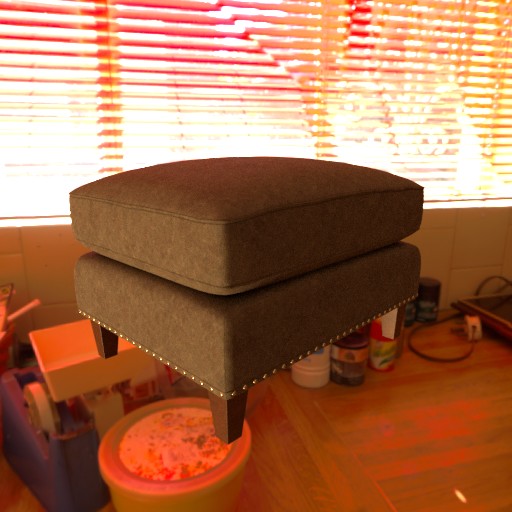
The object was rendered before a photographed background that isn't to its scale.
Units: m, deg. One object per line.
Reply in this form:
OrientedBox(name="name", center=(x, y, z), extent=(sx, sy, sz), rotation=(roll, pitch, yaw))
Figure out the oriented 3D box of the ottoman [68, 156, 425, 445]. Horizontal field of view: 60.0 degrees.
OrientedBox(name="ottoman", center=(0.000, 0.000, 1.169), extent=(0.584, 0.513, 0.741), rotation=(14, 20, 43))
